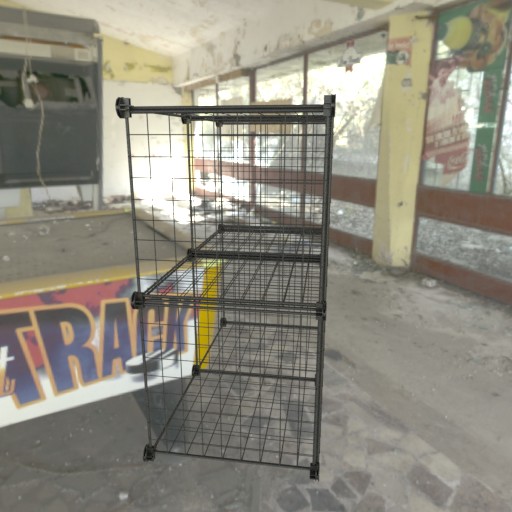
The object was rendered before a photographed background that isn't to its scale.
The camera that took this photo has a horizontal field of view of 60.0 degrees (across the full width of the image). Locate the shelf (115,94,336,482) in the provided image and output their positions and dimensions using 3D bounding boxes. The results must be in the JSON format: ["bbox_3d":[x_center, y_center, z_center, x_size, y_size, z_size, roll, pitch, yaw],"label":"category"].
[{"bbox_3d":[0.000,0.000,1.126,0.356,0.711,0.711,2,15,9],"label":"shelf"}]
